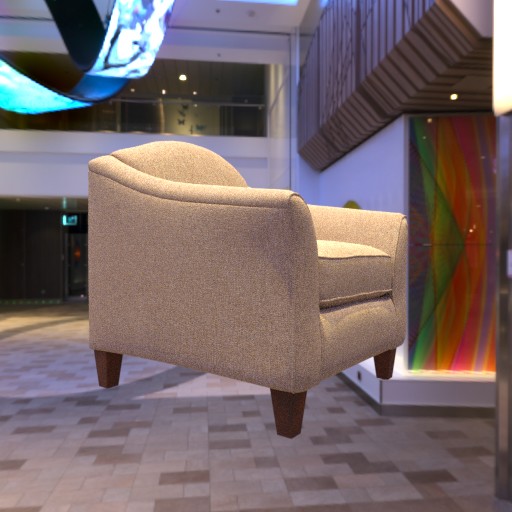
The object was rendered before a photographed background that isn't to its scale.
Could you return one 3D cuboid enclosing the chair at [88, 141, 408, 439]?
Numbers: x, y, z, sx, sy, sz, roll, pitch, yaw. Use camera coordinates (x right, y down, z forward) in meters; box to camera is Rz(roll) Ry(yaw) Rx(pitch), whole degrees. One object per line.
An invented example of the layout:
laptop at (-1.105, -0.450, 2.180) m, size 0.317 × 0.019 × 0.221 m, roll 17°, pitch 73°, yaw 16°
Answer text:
chair at (0.000, 0.000, 1.466) m, size 0.787 × 0.839 × 0.763 m, roll 0°, pitch 0°, yaw 37°
